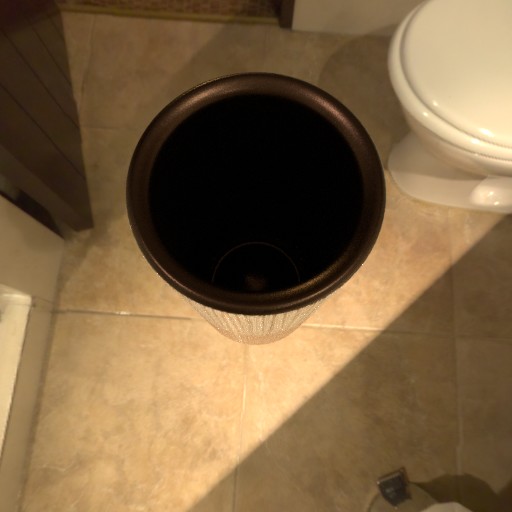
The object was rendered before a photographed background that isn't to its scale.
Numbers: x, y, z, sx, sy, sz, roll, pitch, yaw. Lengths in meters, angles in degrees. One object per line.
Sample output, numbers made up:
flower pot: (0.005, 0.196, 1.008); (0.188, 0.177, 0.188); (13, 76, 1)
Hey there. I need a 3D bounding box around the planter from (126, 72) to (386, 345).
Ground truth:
planter: (0.000, 0.000, 0.277); (0.100, 0.227, 0.100); (-32, 78, -8)
